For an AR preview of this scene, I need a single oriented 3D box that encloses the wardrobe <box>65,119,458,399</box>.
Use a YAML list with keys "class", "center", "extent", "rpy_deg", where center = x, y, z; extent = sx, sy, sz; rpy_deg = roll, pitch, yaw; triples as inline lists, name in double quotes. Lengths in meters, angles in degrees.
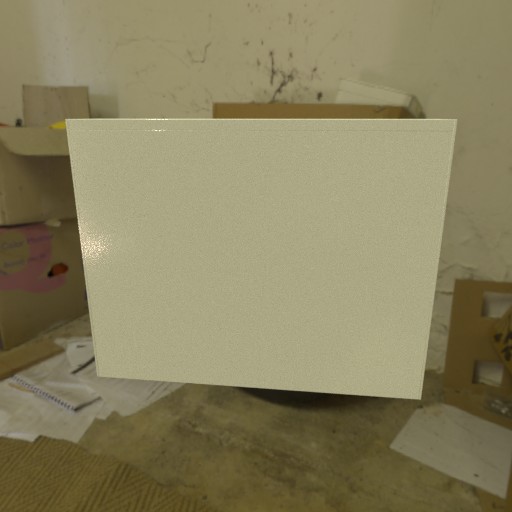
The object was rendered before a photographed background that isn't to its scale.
- class: "wardrobe"
  center: [0.000, 0.000, 3.999]
  extent: [3.000, 2.360, 0.580]
  rpy_deg: [2, 18, 7]
